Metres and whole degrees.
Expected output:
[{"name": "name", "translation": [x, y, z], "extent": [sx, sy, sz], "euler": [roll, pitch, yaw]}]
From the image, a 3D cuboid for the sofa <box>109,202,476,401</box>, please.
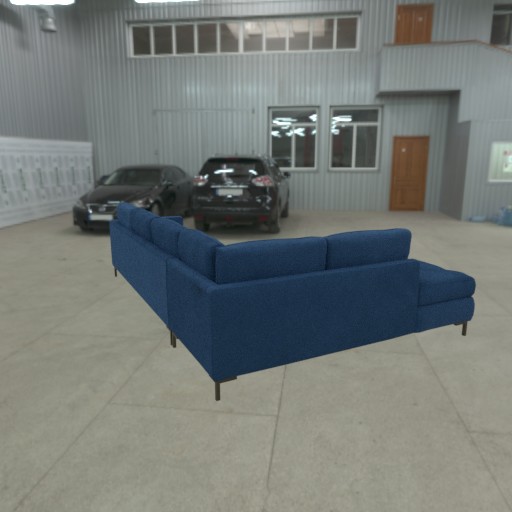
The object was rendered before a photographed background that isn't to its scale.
[{"name": "sofa", "translation": [0.000, 0.000, 3.924], "extent": [2.007, 0.815, 2.949], "euler": [-6, 14, -27]}]
